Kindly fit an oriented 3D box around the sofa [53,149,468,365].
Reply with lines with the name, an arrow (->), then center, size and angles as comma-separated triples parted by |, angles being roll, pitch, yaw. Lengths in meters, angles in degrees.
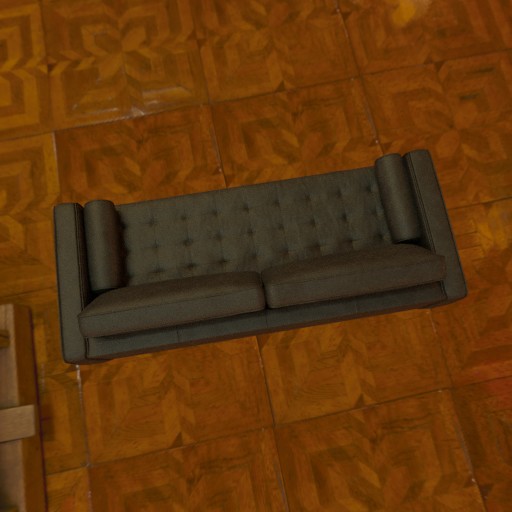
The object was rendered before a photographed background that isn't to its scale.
sofa -> 0.000, 0.000, 2.608 | 2.210, 0.762, 0.914 | -9, 76, -2
